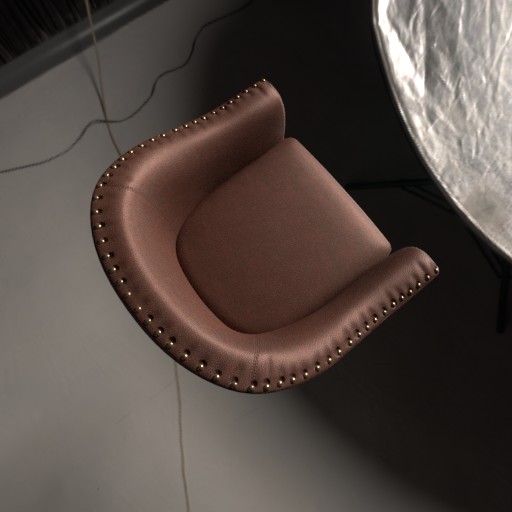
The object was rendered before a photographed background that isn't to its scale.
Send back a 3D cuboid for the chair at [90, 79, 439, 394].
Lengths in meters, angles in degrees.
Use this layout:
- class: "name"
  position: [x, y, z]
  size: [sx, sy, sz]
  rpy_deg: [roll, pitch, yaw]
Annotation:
- class: "chair"
  position: [0.000, 0.000, 1.447]
  size: [0.748, 0.823, 0.794]
  rpy_deg: [-37, 78, -9]
